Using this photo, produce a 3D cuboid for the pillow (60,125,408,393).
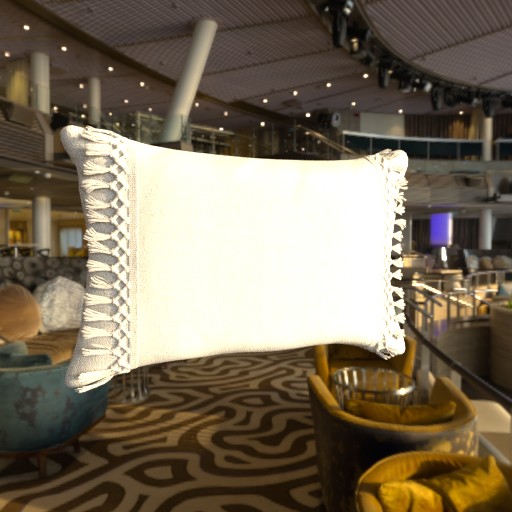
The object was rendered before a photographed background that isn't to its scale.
[{"bbox_3d":[0.000,0.000,0.577,0.466,0.305,0.084,0,1,-18],"label":"pillow"}]
